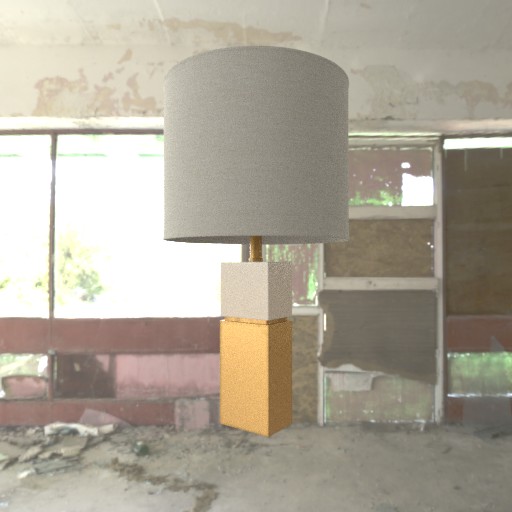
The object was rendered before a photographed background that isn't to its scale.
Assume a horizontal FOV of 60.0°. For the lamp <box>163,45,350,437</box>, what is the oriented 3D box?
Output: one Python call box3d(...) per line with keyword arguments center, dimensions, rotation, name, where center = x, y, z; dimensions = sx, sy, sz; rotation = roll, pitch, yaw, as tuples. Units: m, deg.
box3d(center=(0.000, 0.000, 0.554), dimensions=(0.229, 0.417, 0.229), rotation=(-1, -1, 36), name="lamp")
